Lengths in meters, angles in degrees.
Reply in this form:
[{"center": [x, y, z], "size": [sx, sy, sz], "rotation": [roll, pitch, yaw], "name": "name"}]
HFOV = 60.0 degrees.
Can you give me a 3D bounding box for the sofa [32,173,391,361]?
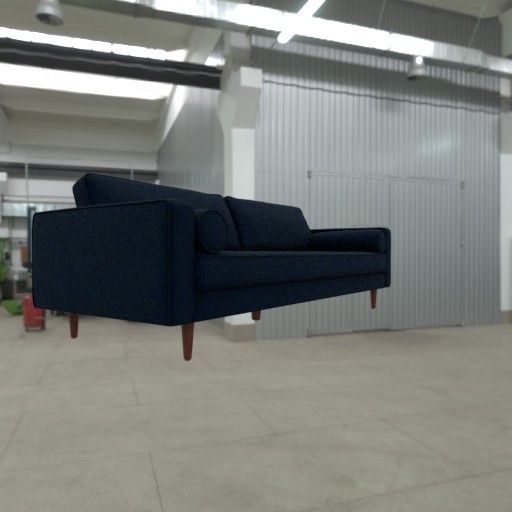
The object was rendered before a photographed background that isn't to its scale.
[{"center": [0.000, 0.000, 2.614], "size": [0.914, 0.762, 2.210], "rotation": [0, 0, 36], "name": "sofa"}]
